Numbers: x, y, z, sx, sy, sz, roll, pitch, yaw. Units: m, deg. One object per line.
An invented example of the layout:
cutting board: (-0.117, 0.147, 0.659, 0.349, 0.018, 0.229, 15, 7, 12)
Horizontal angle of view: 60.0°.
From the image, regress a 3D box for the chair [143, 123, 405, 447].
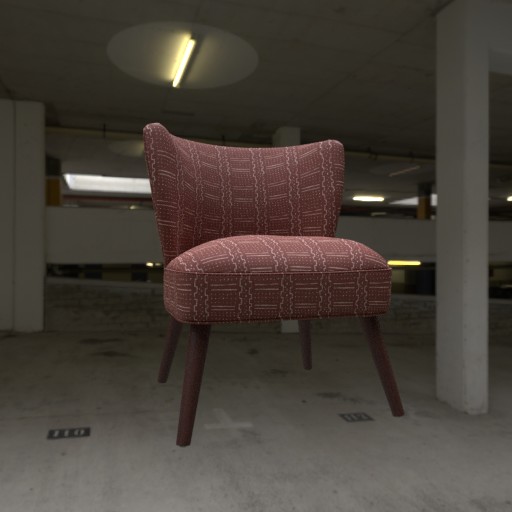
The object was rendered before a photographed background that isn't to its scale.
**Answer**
chair: (0.000, 0.000, 1.443, 0.706, 0.866, 0.758, 0, 0, -19)
